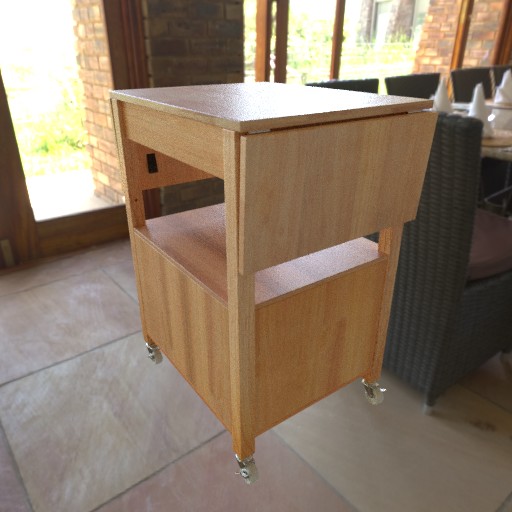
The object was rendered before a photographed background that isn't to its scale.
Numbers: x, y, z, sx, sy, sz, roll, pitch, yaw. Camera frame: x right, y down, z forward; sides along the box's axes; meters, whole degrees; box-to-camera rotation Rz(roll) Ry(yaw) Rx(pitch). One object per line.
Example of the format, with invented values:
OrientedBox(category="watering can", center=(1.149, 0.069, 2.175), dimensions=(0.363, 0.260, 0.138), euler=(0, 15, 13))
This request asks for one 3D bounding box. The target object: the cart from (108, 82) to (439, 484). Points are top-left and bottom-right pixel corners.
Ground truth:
OrientedBox(category="cart", center=(0.000, 0.000, 1.221), dimensions=(0.508, 0.838, 0.640), euler=(-17, 31, -32))
